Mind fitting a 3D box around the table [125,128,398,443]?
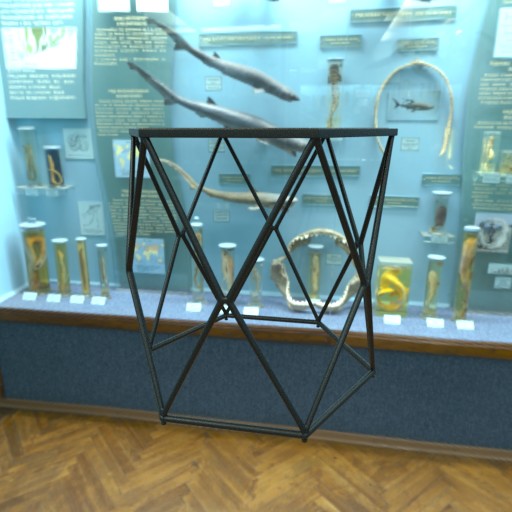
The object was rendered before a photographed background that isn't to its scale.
[{"bbox_3d":[0.000,0.000,1.015,0.578,0.564,0.579,3,16,10],"label":"table"}]
